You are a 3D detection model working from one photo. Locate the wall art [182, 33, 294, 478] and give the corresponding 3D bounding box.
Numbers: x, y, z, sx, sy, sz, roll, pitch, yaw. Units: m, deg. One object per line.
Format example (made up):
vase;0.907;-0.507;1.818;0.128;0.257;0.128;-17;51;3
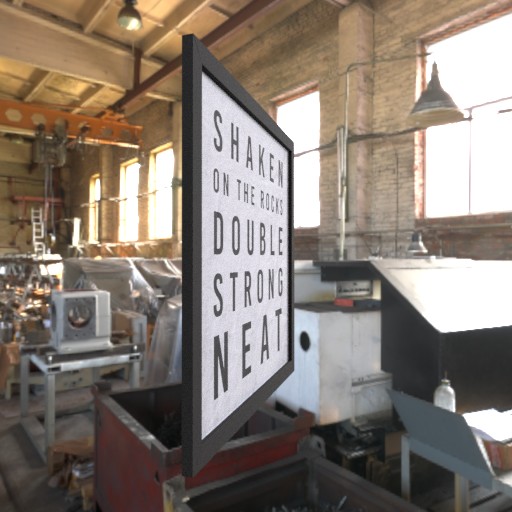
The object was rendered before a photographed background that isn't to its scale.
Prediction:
wall art;0.000;0.000;0.675;0.013;0.458;0.456;0;0;18
